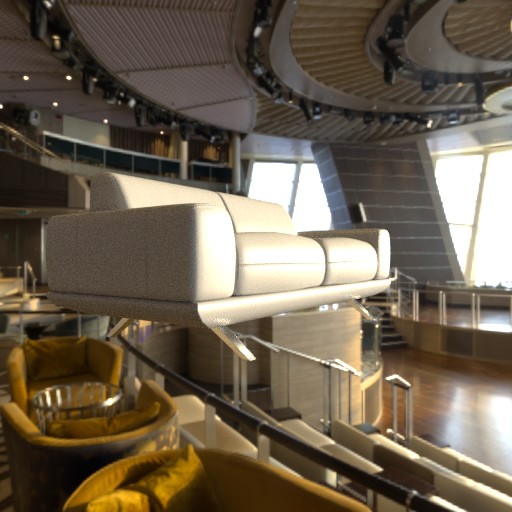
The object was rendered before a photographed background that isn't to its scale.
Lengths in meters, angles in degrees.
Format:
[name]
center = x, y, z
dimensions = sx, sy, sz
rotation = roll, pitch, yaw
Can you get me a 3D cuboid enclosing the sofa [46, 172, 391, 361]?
[sofa]
center = 0.000, 0.000, 2.407
dimensions = 0.900, 0.772, 1.901
rotation = 0, 0, 35
